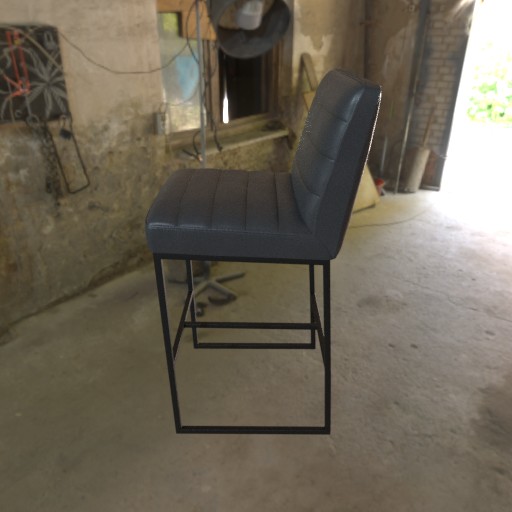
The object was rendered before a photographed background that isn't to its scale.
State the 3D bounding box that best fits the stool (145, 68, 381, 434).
[{"bbox_3d":[0.000,0.000,1.358,0.552,1.040,0.457,0,27,0],"label":"stool"}]
